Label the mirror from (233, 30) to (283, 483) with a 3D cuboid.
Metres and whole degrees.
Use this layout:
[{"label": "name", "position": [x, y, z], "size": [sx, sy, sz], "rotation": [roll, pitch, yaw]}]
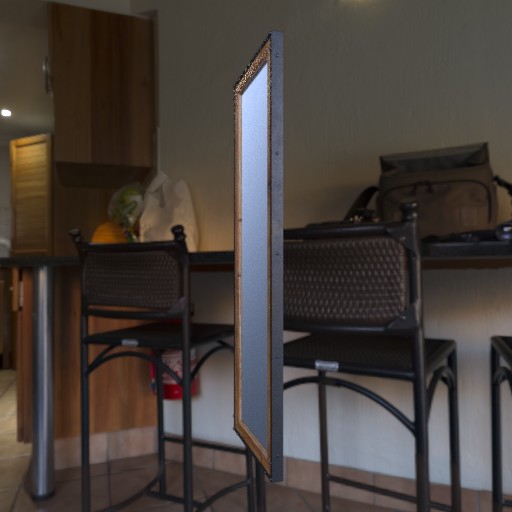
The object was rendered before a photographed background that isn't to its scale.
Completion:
[{"label": "mirror", "position": [0.000, 0.000, 1.221], "size": [0.042, 1.080, 0.354], "rotation": [0, -1, -18]}]
